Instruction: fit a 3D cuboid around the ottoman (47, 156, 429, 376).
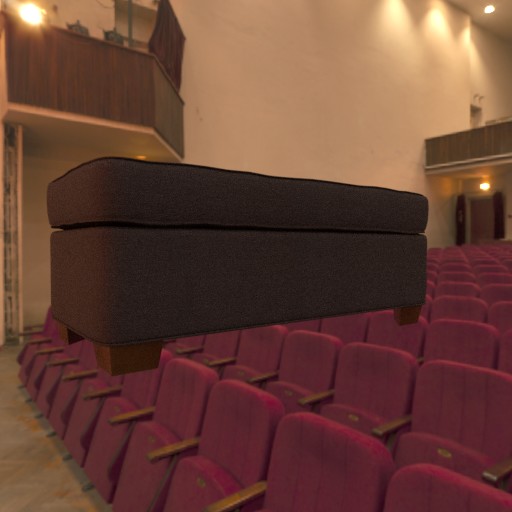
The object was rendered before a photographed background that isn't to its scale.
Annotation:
[{"bbox_3d":[0.000,0.000,1.367,1.110,0.460,0.515,-1,2,-36],"label":"ottoman"}]
